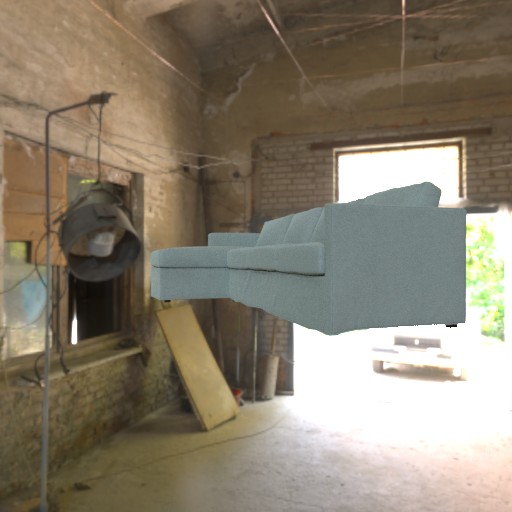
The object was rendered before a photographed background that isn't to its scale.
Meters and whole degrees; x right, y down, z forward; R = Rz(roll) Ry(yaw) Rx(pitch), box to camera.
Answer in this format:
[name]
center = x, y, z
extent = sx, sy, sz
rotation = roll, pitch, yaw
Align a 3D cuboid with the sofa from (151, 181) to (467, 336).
[sofa]
center = 0.000, 0.000, 3.925
extent = 1.650, 0.922, 3.205
rotation = 0, 0, -18
